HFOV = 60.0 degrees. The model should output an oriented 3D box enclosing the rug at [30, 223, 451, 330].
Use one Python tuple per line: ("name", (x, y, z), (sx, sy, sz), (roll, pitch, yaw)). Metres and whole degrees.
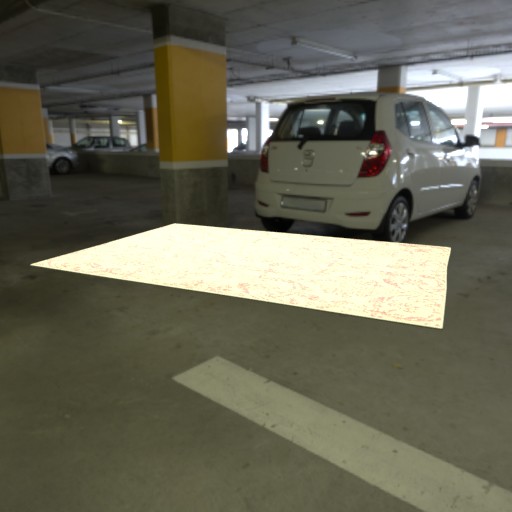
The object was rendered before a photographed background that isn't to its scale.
("rug", (0.000, 0.000, 3.437), (2.746, 0.018, 1.819), (6, 16, 23))
